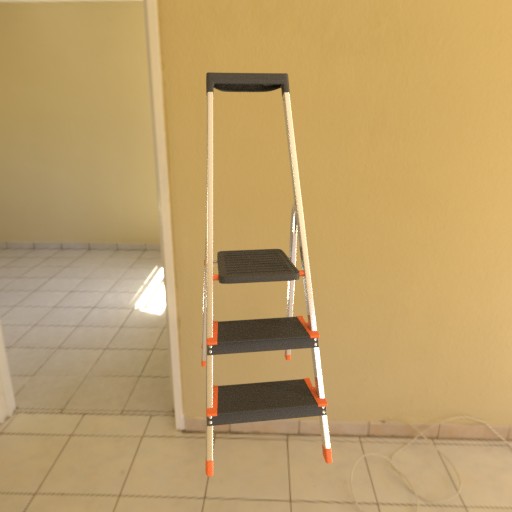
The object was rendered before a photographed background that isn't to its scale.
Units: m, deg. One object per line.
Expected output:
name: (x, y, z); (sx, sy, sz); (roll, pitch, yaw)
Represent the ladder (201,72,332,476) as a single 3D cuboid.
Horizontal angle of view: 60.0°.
ladder: (0.000, 0.000, 1.562); (0.416, 1.229, 0.686); (-2, 18, -8)
